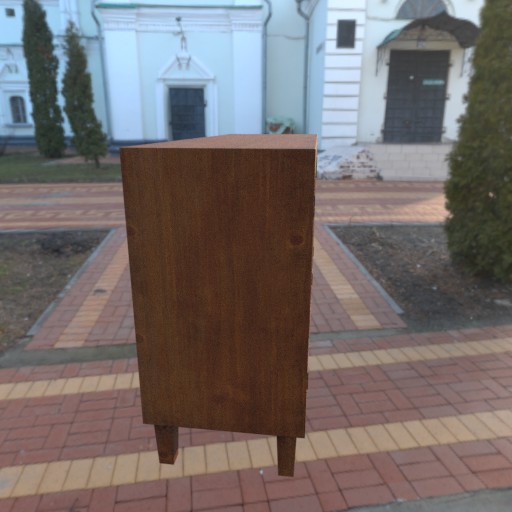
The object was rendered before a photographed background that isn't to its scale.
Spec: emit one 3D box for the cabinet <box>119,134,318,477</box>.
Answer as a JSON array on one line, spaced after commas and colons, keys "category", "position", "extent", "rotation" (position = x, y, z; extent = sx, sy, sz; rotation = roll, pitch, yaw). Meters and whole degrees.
[{"category": "cabinet", "position": [0.000, 0.000, 1.570], "extent": [0.403, 0.805, 1.204], "rotation": [2, 17, 7]}]
